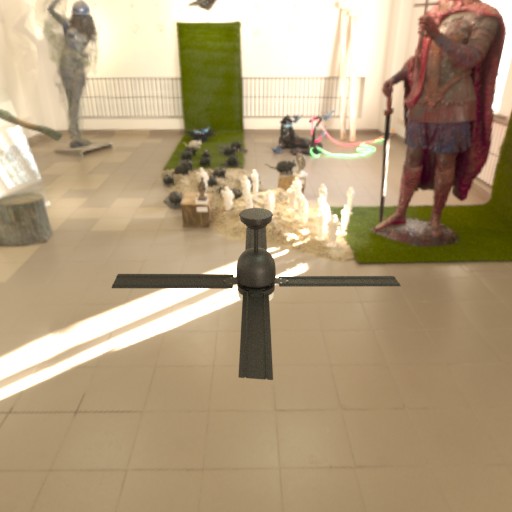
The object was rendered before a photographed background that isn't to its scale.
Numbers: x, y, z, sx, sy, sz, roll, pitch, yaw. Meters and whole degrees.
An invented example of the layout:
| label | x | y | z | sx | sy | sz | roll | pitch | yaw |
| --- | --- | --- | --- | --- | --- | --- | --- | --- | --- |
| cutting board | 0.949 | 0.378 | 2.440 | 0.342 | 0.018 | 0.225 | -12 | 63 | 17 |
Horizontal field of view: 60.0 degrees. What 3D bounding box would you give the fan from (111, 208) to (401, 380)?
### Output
| label | x | y | z | sx | sy | sz | roll | pitch | yaw |
| --- | --- | --- | --- | --- | --- | --- | --- | --- | --- |
| fan | 0.000 | 0.000 | 2.007 | 1.319 | 0.410 | 1.319 | -1 | 26 | -1 |
